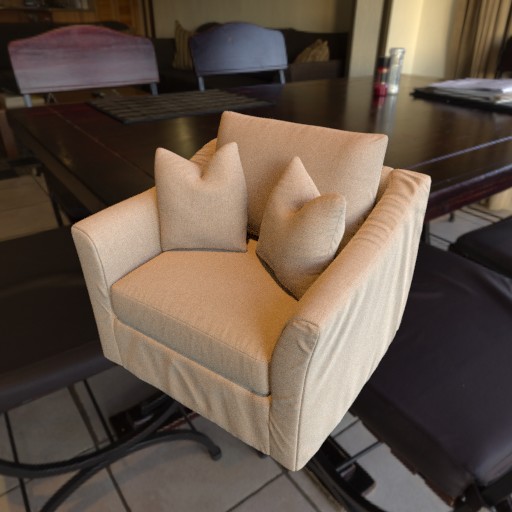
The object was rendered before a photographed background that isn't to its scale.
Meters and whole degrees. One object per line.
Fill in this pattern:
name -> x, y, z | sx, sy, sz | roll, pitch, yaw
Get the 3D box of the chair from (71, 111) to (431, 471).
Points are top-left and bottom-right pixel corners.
chair -> 0.000, 0.000, 2.033 | 1.194, 1.093, 1.071 | 19, 35, 30
